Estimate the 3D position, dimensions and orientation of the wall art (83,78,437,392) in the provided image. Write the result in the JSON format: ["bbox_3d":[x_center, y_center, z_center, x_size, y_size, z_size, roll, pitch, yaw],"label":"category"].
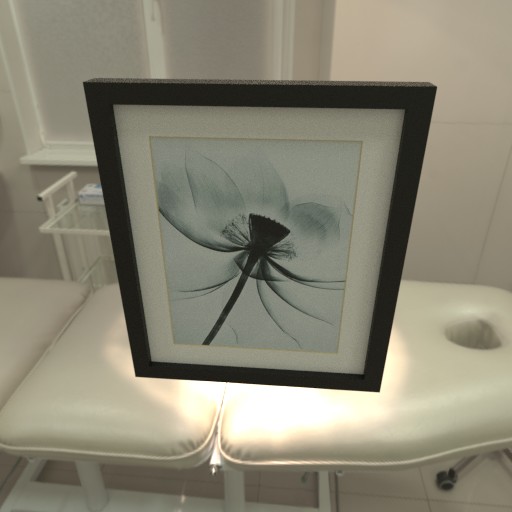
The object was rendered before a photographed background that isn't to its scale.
[{"bbox_3d":[0.000,0.000,0.517,0.330,0.381,0.029,2,29,4],"label":"wall art"}]
